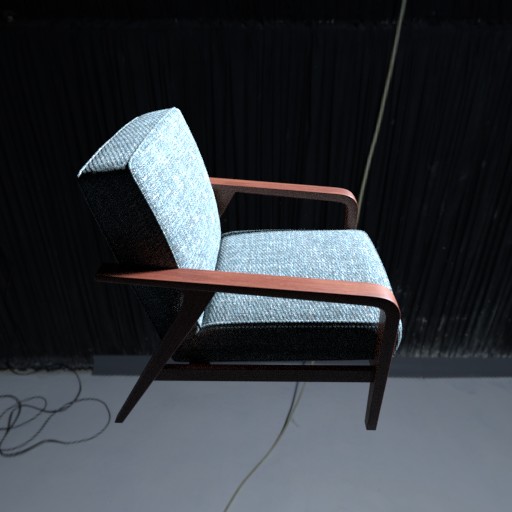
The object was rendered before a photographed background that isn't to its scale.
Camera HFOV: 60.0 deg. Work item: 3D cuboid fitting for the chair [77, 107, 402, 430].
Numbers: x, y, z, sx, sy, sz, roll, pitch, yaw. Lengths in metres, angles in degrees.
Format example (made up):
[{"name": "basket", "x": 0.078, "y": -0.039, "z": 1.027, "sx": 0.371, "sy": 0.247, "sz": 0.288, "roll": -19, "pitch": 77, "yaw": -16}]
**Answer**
[{"name": "chair", "x": 0.000, "y": 0.000, "z": 1.484, "sx": 0.889, "sy": 0.864, "sz": 0.719, "roll": 1, "pitch": 31, "yaw": 2}]
